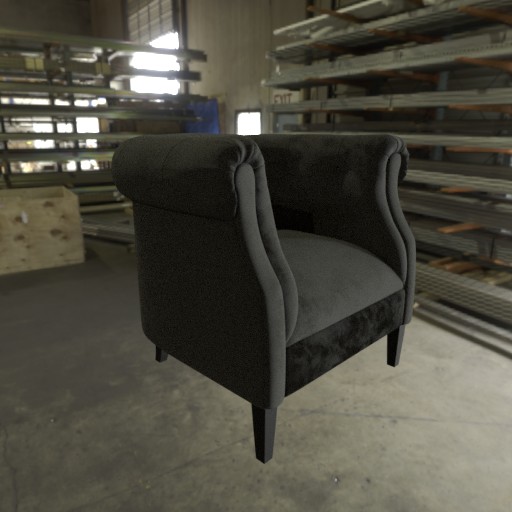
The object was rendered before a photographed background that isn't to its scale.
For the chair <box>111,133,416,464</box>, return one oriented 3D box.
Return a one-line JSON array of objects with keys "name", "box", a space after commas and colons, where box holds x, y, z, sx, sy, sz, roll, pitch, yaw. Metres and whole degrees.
[{"name": "chair", "box": [0.000, 0.000, 1.548, 0.851, 0.826, 0.904, 15, 22, 43]}]
